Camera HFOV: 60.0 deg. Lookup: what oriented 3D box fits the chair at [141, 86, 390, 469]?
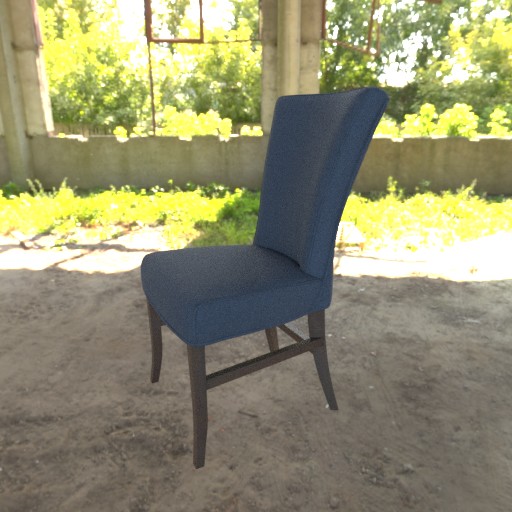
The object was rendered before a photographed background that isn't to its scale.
[{"bbox_3d":[0.000,0.000,1.400,0.660,0.991,0.520,-8,18,-26],"label":"chair"}]
